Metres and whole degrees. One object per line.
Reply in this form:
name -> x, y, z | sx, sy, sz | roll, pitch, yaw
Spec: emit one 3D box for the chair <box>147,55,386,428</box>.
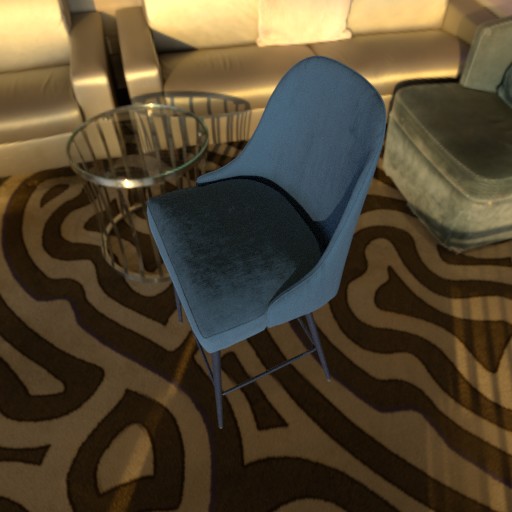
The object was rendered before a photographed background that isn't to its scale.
chair -> 0.000, 0.000, 1.219 | 0.489, 0.927, 0.526 | -17, 49, -16
